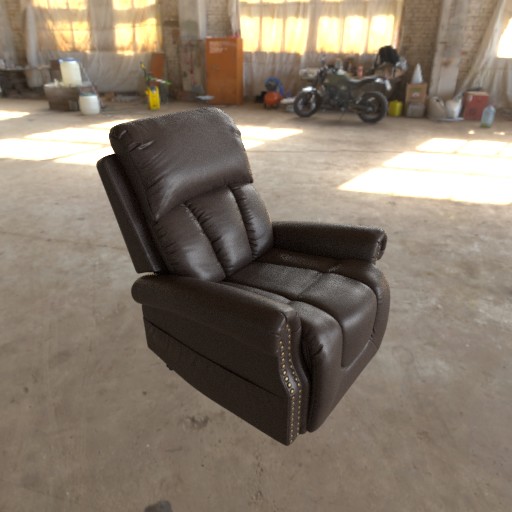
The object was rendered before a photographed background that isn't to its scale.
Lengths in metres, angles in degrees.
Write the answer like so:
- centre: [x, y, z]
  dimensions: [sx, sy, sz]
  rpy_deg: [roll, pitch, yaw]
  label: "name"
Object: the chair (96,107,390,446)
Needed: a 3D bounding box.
- centre: [0.000, 0.000, 1.775]
  dimensions: [0.978, 1.028, 0.869]
  rpy_deg: [18, 32, 32]
  label: "chair"
